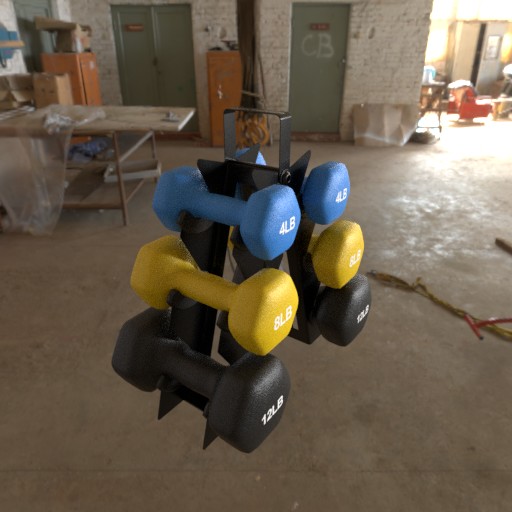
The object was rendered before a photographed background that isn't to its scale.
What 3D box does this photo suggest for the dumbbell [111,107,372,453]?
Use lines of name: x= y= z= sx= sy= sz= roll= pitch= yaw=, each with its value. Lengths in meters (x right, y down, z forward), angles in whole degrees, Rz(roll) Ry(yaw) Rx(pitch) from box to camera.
dumbbell: x=0.000 y=0.000 z=0.676 sx=0.255 sy=0.426 sz=0.409 roll=18 pitch=31 yaw=32
